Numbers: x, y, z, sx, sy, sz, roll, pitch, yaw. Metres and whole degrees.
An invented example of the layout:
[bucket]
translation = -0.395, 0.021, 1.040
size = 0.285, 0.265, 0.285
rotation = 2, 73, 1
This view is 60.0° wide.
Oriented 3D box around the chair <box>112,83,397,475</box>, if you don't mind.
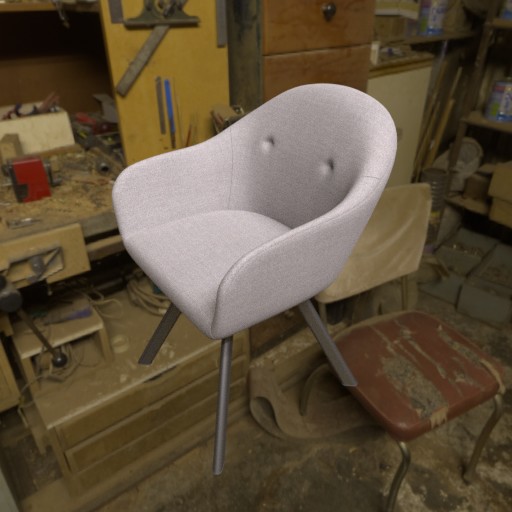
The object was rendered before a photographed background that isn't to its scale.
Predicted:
[chair]
translation = 0.000, 0.000, 1.141
size = 0.570, 0.780, 0.540
rotation = -21, 37, -30
